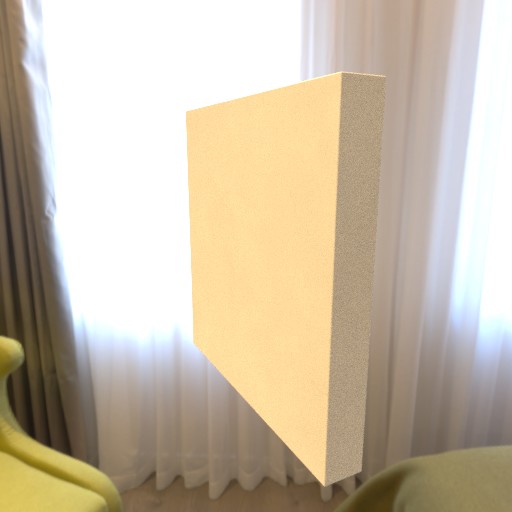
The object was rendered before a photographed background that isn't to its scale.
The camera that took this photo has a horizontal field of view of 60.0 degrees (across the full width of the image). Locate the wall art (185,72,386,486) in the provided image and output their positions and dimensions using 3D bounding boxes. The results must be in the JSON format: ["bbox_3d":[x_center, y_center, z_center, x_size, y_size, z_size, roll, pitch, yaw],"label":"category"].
[{"bbox_3d":[0.000,0.000,0.453,0.038,0.305,0.305,-7,15,-27],"label":"wall art"}]
